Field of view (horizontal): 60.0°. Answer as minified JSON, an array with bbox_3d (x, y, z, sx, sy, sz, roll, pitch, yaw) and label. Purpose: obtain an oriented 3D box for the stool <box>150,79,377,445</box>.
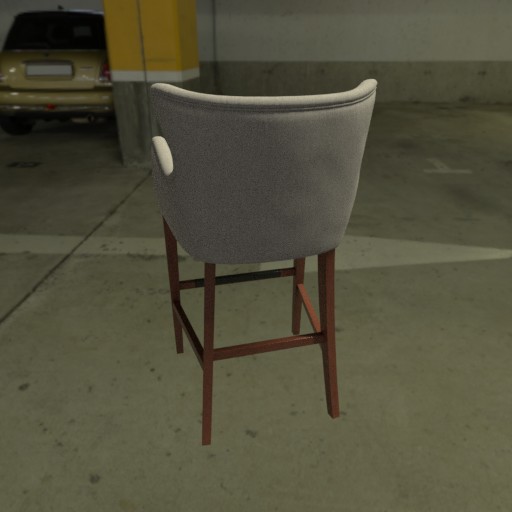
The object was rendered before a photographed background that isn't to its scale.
[{"bbox_3d":[0.000,0.000,1.397,0.575,1.047,0.575,-7,26,-13],"label":"stool"}]
